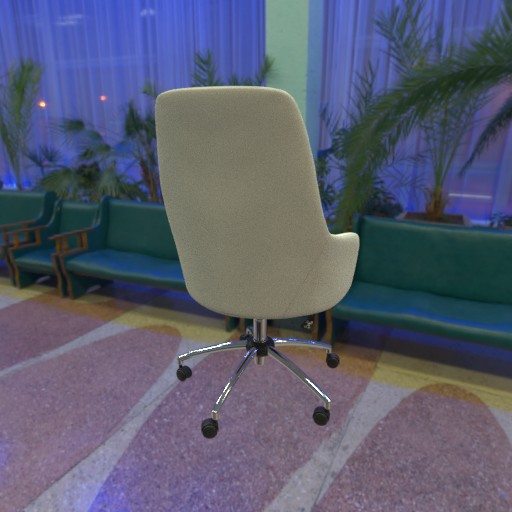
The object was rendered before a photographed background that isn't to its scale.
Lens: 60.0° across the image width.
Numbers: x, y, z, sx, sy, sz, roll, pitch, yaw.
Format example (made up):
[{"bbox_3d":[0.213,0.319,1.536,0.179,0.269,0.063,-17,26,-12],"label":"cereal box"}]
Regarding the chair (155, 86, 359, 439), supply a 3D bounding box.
[{"bbox_3d":[0.000,0.000,1.511,0.620,1.049,0.640,9,19,26],"label":"chair"}]
